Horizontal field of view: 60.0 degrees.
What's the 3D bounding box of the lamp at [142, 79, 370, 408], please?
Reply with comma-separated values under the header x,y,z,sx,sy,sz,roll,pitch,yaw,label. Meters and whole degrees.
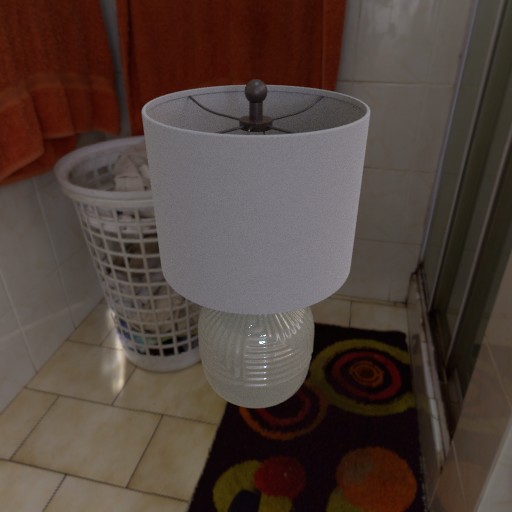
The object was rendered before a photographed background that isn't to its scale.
x,y,z,sx,sy,sz,roll,pitch,yaw,label
0.000,0.000,0.757,0.318,0.567,0.318,0,31,0,lamp
